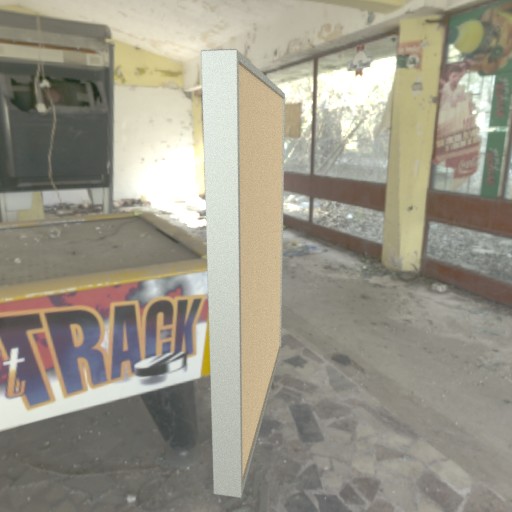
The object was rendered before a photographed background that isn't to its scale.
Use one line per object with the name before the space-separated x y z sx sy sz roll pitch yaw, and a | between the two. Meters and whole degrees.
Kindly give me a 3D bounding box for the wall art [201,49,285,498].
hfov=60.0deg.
wall art | 0.000 0.000 0.738 0.039 0.553 0.445 3 15 10
